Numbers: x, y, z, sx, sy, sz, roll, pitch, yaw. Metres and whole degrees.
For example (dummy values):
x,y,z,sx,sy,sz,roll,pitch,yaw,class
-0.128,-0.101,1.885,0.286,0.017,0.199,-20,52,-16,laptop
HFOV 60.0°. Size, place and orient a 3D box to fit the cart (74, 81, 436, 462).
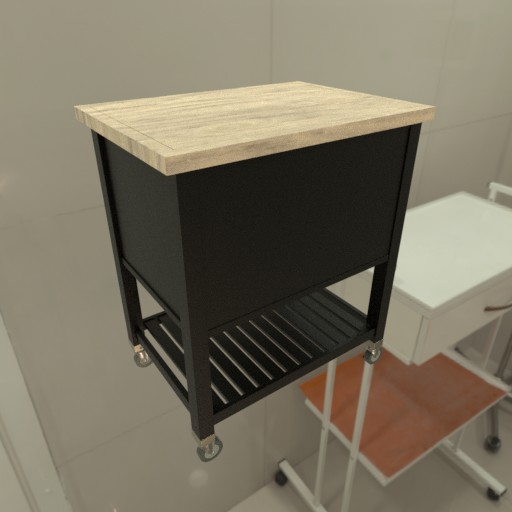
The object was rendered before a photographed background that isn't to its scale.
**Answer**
x,y,z,sx,sy,sz,roll,pitch,yaw,class
0.000,0.000,1.412,0.797,0.920,0.567,-19,35,-30,cart
